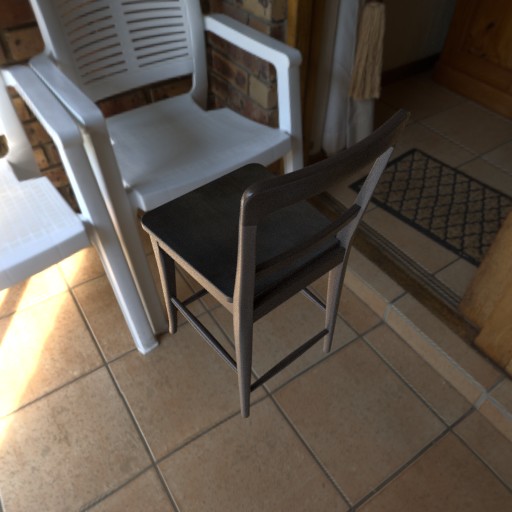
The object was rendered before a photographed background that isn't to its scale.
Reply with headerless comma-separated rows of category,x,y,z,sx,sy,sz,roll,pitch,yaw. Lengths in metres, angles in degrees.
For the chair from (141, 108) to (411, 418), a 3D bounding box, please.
chair,0.000,0.000,1.301,0.450,0.991,0.546,-31,54,-26
